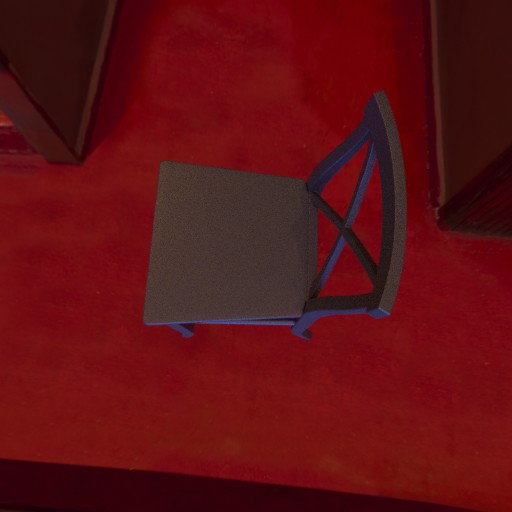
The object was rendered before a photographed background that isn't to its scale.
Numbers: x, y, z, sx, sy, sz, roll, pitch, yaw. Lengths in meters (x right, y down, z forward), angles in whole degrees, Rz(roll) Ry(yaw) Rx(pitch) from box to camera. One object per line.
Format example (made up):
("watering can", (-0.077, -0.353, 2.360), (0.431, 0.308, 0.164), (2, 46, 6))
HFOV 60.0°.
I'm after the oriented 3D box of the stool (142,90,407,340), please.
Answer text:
("stool", (0.000, 0.000, 1.294), (0.559, 0.989, 0.452), (3, 75, 1))
